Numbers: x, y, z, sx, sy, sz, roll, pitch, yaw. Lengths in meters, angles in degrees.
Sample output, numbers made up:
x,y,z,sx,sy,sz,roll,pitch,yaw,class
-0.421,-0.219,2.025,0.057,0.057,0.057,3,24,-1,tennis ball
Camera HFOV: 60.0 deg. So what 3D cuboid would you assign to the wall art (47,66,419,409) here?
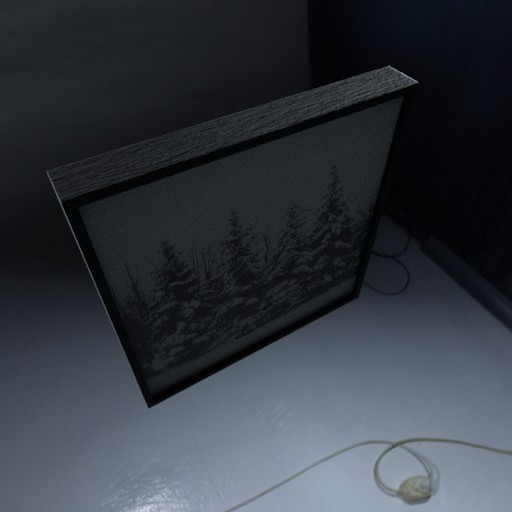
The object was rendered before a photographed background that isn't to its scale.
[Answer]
x,y,z,sx,sy,sz,roll,pitch,yaw,class
0.000,0.000,0.452,0.305,0.305,0.037,-24,52,-20,wall art
